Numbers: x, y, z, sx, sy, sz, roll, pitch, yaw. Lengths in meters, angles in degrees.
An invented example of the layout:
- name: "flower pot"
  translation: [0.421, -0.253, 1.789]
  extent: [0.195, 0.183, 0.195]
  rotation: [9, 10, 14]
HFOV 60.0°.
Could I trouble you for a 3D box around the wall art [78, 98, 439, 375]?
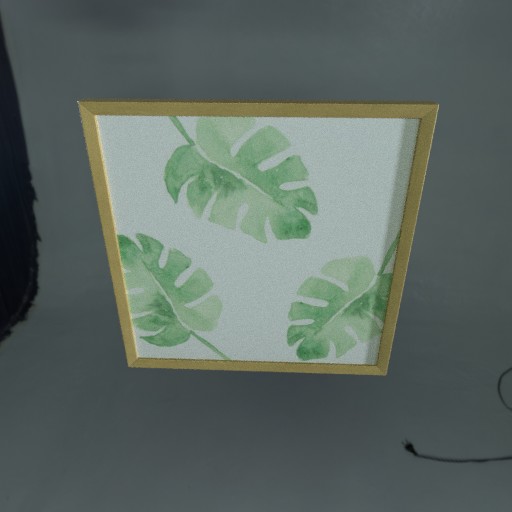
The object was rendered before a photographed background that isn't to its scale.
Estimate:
- name: "wall art"
  translation: [0.000, 0.000, 1.138]
  extent: [0.763, 0.763, 0.037]
  rotation: [1, 30, 2]
